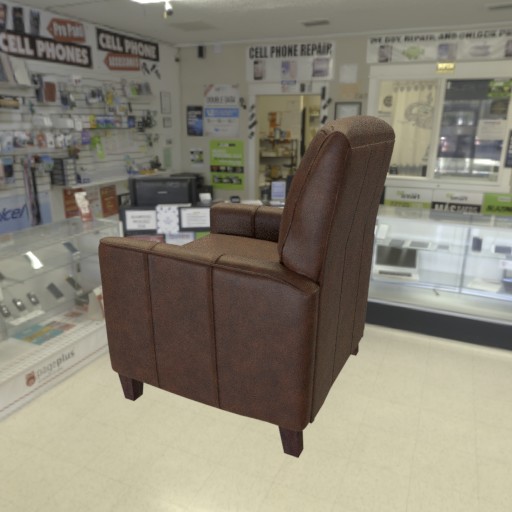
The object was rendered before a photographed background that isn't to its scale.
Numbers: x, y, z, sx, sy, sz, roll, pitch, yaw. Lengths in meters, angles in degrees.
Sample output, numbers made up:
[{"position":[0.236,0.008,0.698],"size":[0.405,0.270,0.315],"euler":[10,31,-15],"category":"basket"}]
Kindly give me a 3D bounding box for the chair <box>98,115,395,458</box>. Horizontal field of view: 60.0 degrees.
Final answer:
[{"position":[0.000,0.000,1.675],"size":[0.850,1.010,0.839],"euler":[8,19,25],"category":"chair"}]
